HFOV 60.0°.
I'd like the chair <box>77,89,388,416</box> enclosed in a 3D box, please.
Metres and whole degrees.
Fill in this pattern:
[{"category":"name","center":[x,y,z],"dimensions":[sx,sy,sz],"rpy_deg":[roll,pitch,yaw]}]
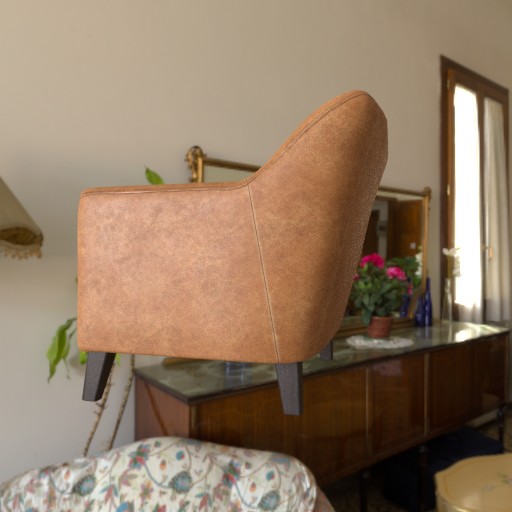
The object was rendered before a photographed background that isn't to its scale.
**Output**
[{"category":"chair","center":[0.000,0.000,1.808],"dimensions":[1.034,0.980,1.037],"rpy_deg":[0,0,17]}]
